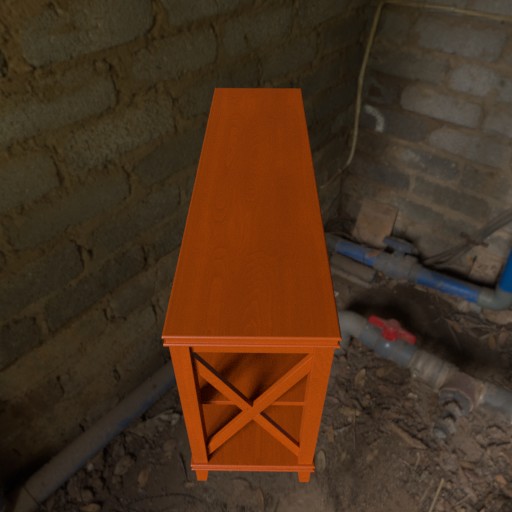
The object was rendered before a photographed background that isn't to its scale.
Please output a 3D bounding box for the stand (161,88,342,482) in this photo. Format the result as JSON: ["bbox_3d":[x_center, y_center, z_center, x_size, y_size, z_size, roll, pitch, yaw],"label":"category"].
[{"bbox_3d":[0.000,0.000,1.696,0.381,0.762,1.372,1,42,1],"label":"stand"}]
